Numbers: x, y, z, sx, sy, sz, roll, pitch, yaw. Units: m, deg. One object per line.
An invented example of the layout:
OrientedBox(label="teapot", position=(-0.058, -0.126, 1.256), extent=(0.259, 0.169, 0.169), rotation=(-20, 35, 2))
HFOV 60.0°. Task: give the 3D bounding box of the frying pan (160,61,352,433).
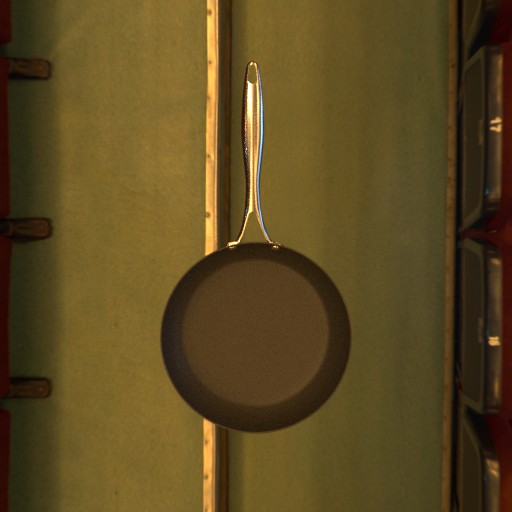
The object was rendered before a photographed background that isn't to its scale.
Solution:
OrientedBox(label="frying pan", position=(0.000, 0.000, 0.586), extent=(0.255, 0.105, 0.472), rotation=(0, 90, 0))
